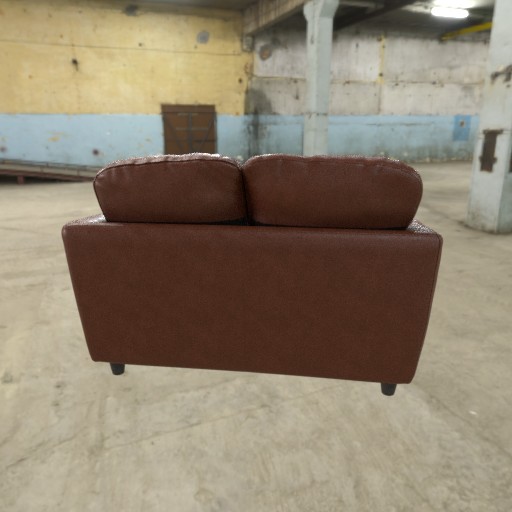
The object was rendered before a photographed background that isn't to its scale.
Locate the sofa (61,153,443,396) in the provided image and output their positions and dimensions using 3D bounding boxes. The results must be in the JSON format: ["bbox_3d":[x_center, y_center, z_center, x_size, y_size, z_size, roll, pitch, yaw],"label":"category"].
[{"bbox_3d":[0.000,0.000,1.948,1.406,0.906,0.805,2,16,8],"label":"sofa"}]
